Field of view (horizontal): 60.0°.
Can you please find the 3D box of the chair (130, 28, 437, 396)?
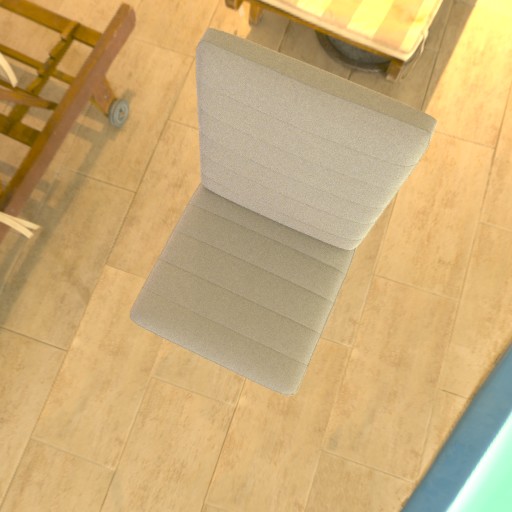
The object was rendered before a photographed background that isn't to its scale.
[{"bbox_3d":[0.000,0.000,1.262,0.520,0.930,0.634,24,78,5],"label":"chair"}]
